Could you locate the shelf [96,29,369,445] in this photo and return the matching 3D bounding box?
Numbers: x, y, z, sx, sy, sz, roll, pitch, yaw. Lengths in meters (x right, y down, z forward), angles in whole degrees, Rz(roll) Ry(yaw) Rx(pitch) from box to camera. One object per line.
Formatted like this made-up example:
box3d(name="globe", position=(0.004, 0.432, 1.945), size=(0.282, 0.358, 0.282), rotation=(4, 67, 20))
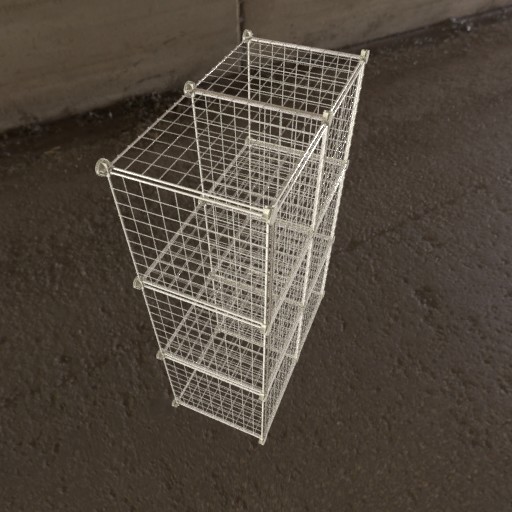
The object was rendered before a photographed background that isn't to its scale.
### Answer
box3d(name="shelf", position=(0.000, 0.000, 1.393), size=(0.356, 1.067, 0.711), rotation=(17, 50, 15))
